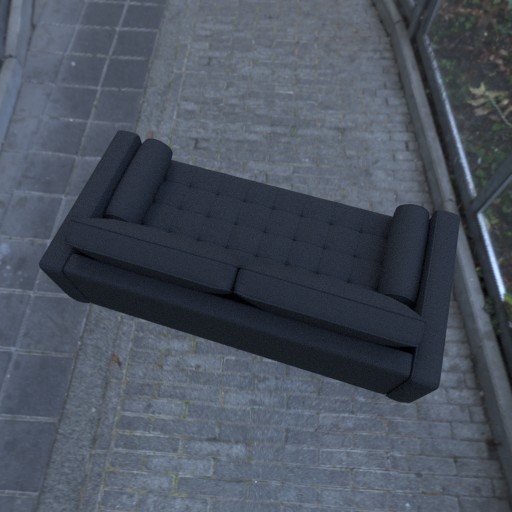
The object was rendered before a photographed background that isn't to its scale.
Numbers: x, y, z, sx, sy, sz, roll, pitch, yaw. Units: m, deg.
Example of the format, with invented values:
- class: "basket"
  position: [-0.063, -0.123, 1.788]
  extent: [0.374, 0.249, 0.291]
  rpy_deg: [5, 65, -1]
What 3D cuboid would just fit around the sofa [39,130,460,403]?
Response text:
- class: "sofa"
  position: [0.000, 0.000, 2.310]
  extent: [1.875, 0.759, 0.914]
  rpy_deg: [16, 64, 8]
